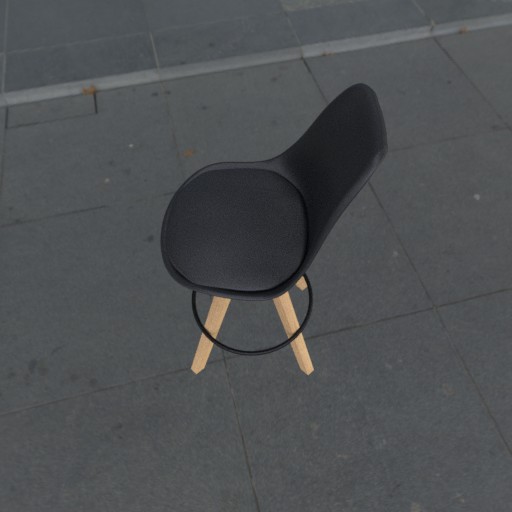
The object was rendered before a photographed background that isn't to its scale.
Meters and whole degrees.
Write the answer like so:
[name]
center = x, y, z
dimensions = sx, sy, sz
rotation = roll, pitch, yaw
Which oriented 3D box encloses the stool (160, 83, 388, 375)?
[stool]
center = 0.000, 0.000, 1.410
dimensions = 0.550, 1.115, 0.485
rotation = 0, 58, 0
